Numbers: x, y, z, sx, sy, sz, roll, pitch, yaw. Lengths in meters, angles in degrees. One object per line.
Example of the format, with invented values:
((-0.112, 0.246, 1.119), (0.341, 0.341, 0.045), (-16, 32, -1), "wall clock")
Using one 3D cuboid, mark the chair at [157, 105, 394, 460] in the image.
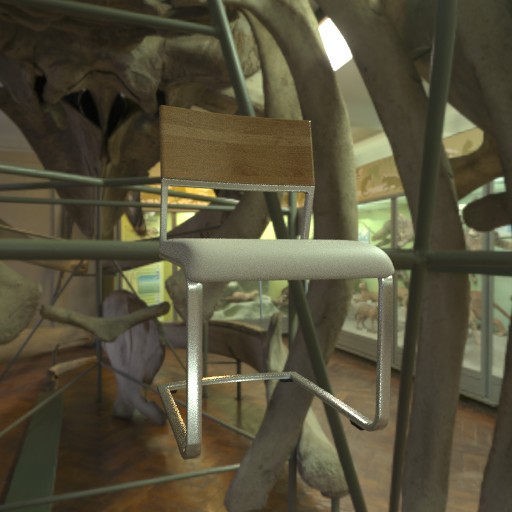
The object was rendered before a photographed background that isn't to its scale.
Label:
((0.000, 0.000, 1.174), (0.467, 0.844, 0.585), (0, 1, -19), "chair")
